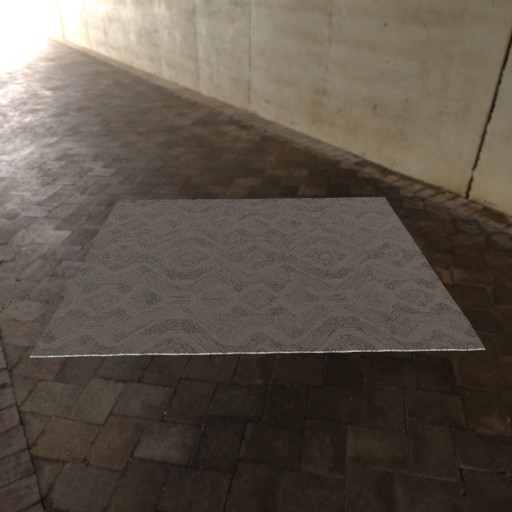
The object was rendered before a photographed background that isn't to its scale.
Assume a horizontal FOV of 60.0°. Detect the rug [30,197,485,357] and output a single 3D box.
[{"bbox_3d":[0.000,0.000,3.981,3.054,0.030,2.430,-1,32,-1],"label":"rug"}]
